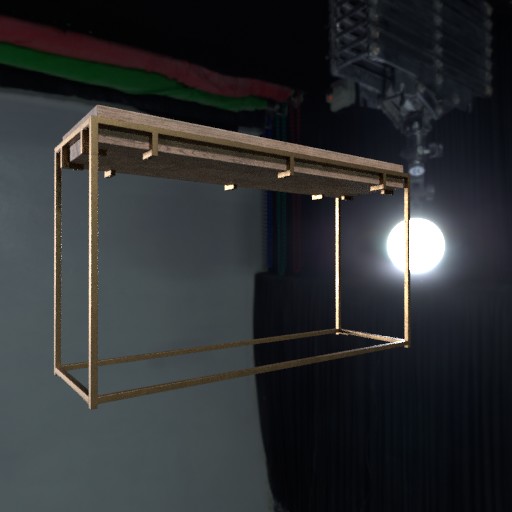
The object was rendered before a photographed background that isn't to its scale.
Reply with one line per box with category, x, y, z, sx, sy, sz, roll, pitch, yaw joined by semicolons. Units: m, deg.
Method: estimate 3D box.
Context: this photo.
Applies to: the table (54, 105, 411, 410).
table;0.000;0.000;1.763;1.400;0.820;0.440;0;0;-36
